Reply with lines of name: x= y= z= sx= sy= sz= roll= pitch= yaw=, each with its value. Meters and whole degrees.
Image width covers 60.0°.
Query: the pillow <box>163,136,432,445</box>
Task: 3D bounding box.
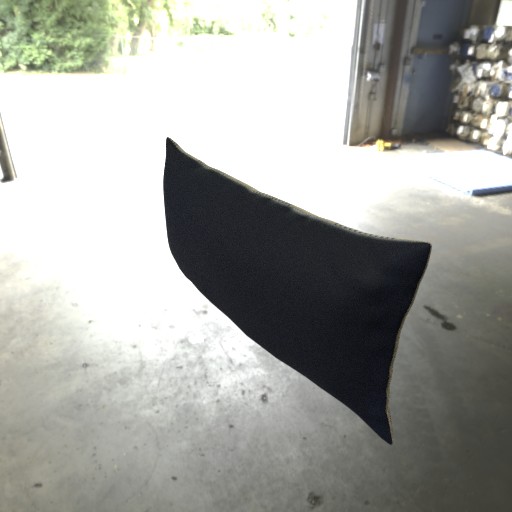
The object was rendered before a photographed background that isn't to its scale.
pillow: x=0.000 y=0.000 z=0.721 sx=0.151 sy=0.287 sz=0.610 roll=-18 pitch=32 yaw=-31
